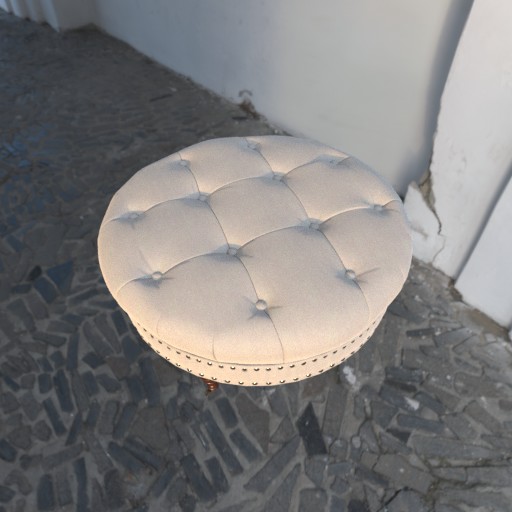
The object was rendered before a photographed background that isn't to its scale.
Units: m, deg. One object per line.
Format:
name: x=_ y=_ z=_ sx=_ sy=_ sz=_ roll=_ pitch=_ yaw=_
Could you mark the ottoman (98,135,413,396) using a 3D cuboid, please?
ottoman: x=0.000 y=0.000 z=1.406 sx=0.901 sy=0.439 sz=0.901 roll=0 pitch=47 yaw=0
